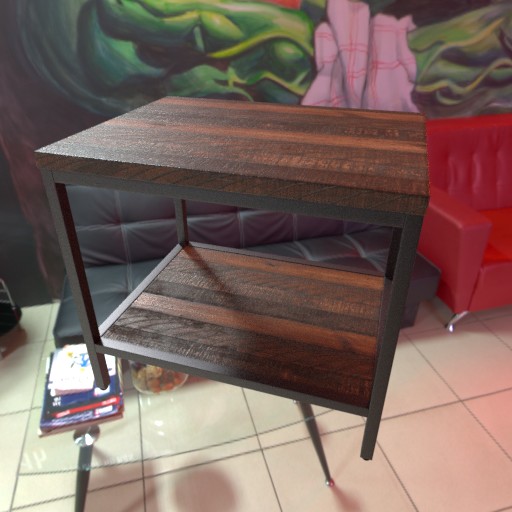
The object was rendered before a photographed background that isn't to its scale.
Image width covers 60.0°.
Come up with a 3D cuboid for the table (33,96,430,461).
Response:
[{"bbox_3d":[0.000,0.000,1.080,0.678,0.612,0.524,9,32,15],"label":"table"}]
